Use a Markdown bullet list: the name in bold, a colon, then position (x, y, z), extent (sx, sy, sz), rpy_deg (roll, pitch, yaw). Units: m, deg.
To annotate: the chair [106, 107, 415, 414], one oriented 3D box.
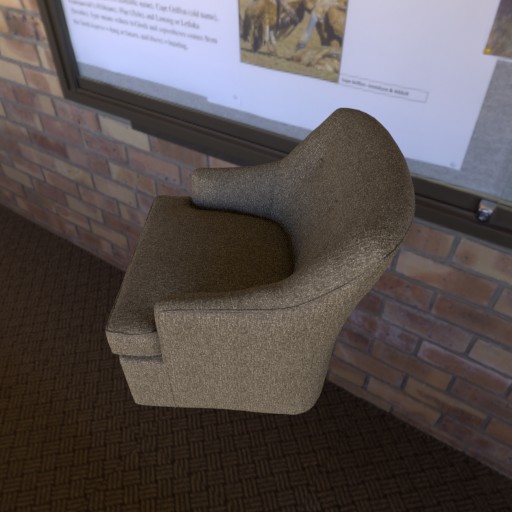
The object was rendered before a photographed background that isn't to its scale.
- **chair**: position (0.000, 0.000, 1.619), extent (0.923, 0.856, 0.864), rpy_deg (1, 41, 2)
